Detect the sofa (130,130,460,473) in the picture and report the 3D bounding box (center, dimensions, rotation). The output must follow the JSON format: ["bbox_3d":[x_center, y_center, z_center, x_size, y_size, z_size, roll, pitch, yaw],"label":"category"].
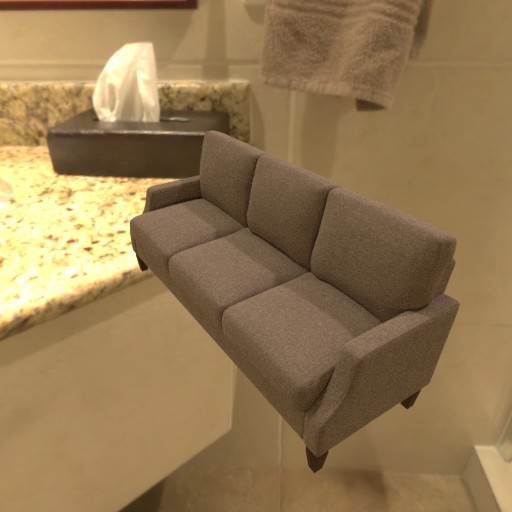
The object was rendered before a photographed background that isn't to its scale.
[{"bbox_3d":[0.000,0.000,2.620,0.888,0.984,2.115,-19,36,-29],"label":"sofa"}]
